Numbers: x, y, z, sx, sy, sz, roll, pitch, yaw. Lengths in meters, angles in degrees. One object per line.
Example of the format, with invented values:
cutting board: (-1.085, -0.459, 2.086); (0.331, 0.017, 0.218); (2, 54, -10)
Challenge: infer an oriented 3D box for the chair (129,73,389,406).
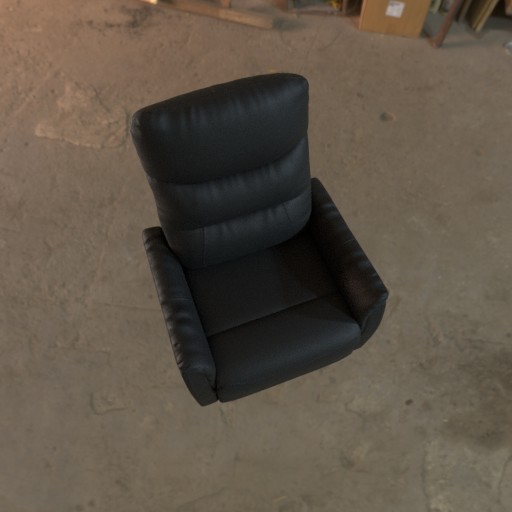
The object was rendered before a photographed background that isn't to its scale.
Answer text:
chair: (0.000, 0.000, 1.644); (0.775, 1.082, 0.831); (-18, 65, -9)
